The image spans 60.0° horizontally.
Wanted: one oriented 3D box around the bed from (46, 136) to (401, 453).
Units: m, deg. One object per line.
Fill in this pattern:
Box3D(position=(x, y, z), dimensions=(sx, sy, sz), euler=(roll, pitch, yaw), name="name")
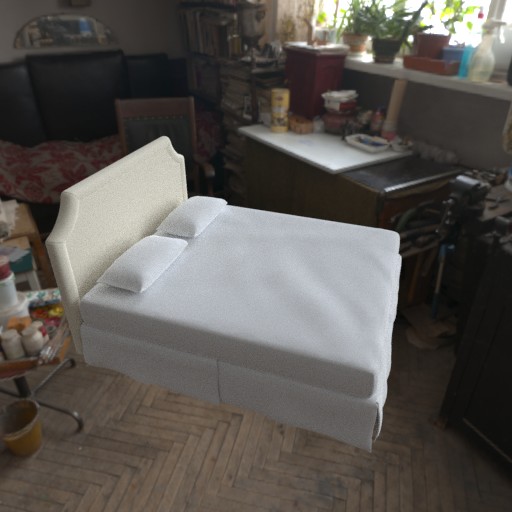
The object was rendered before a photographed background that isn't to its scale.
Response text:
Box3D(position=(0.000, 0.000, 4.232), dimensions=(2.773, 1.590, 2.350), euler=(11, 33, 16), name="bed")
